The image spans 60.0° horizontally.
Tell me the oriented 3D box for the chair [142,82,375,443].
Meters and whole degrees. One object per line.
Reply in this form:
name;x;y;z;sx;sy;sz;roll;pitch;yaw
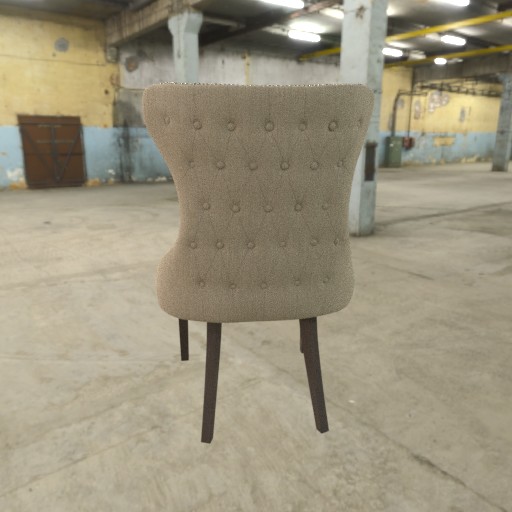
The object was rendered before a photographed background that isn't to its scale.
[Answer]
chair;0.000;0.000;1.390;0.628;0.967;0.635;-2;14;-8
